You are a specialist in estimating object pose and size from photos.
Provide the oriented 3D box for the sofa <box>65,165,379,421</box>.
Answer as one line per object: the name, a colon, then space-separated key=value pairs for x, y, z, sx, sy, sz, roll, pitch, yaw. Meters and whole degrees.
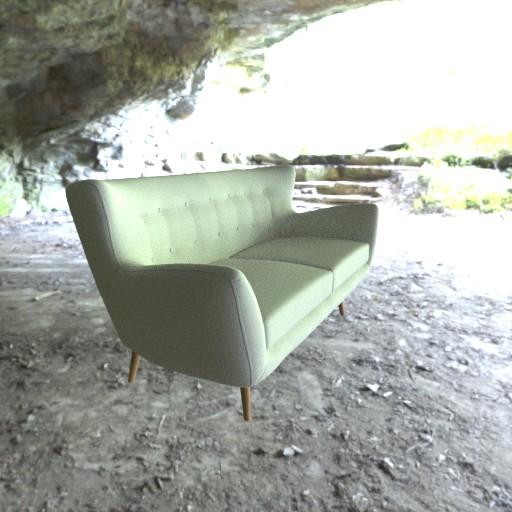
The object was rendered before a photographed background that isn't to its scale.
sofa: x=0.000 y=0.000 z=2.354 sx=0.899 sy=0.890 sz=1.930 roll=7 pitch=15 yaw=27
